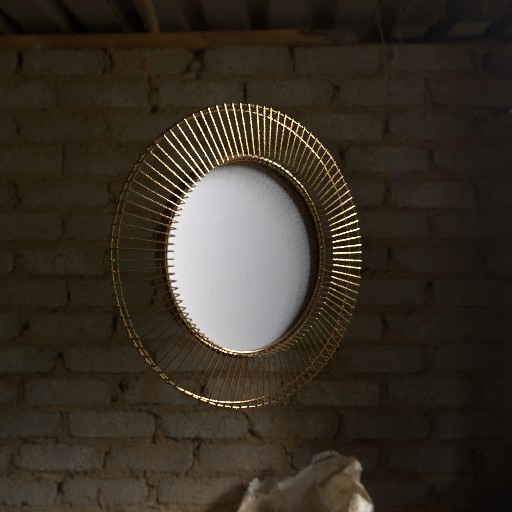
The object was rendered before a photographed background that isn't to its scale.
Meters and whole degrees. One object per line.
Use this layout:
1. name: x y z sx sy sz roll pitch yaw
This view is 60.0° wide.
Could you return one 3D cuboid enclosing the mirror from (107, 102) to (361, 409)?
1. mirror: 0.000 0.000 1.059 0.703 0.703 0.067 0 -1 -38
